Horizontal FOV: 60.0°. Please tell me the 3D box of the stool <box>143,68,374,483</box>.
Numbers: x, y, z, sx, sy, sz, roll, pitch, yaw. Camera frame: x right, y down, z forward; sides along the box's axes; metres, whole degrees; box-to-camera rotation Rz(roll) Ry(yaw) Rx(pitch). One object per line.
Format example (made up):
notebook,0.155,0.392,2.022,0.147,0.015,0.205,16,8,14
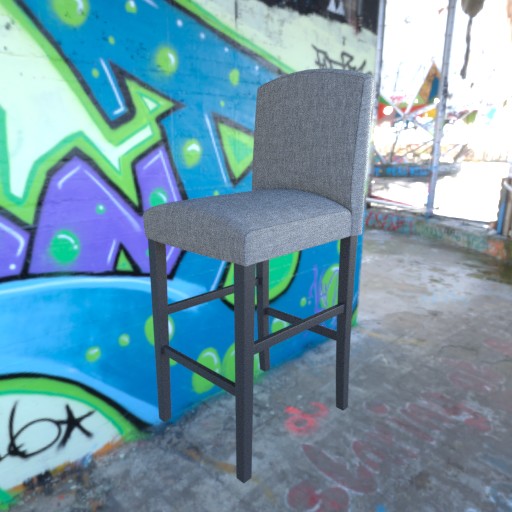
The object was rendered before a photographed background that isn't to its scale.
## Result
stool,0.000,0.000,1.393,0.451,1.138,0.552,14,21,43
